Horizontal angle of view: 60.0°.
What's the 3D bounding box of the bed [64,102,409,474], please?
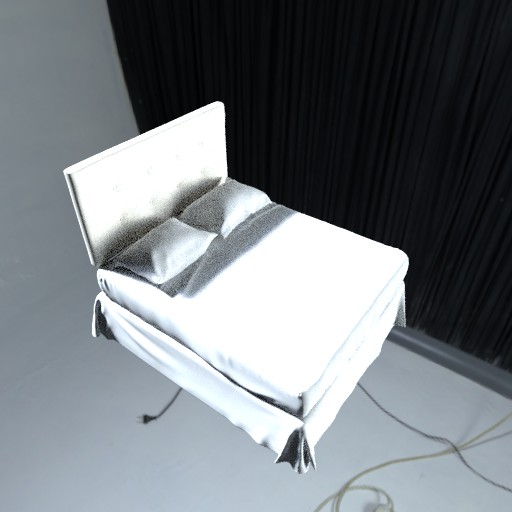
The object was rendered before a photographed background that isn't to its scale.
[{"bbox_3d":[0.000,0.000,3.516,2.222,1.577,1.936,25,45,27],"label":"bed"}]
